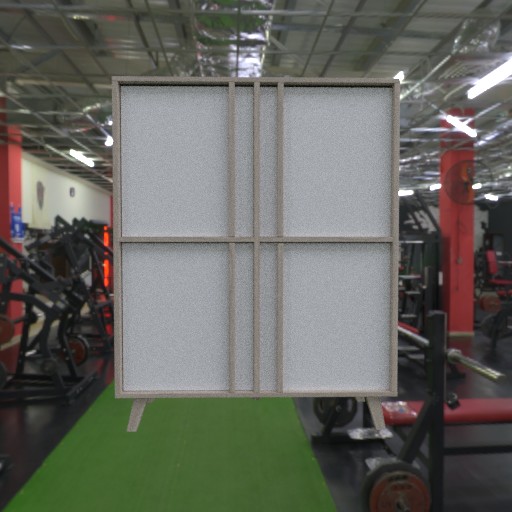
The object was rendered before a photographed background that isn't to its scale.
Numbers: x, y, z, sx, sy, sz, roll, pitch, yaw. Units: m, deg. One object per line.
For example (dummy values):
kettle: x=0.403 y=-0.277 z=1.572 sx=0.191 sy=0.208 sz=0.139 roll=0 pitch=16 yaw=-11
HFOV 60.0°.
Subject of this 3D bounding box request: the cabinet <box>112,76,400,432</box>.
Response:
cabinet: x=0.000 y=0.000 z=1.924 sx=1.111 sy=1.388 sz=0.398 roll=0 pitch=2 yaw=-1
